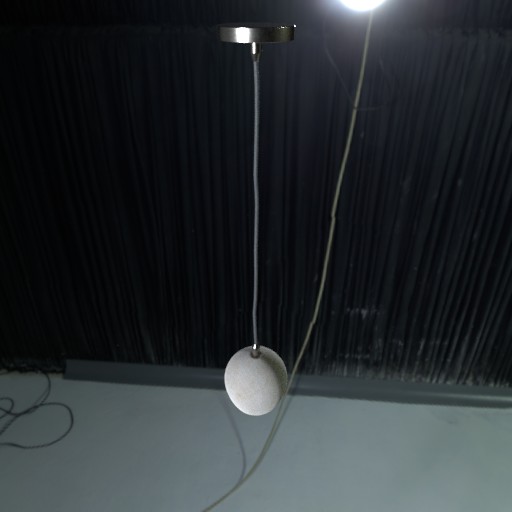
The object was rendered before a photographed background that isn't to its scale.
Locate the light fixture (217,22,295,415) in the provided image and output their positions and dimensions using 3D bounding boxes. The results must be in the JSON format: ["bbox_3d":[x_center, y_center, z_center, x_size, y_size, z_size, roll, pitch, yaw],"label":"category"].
[{"bbox_3d":[0.000,0.000,0.825,0.139,0.764,0.139,0,31,0],"label":"light fixture"}]
